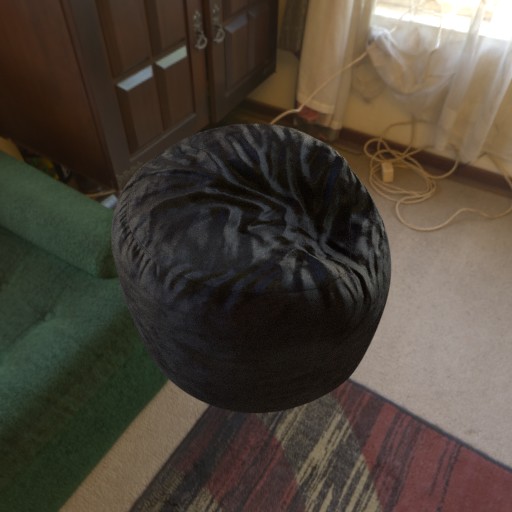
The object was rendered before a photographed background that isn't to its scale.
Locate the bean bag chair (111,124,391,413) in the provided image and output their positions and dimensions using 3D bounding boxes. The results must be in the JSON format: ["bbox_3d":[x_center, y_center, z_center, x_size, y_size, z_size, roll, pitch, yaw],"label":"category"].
[{"bbox_3d":[0.000,0.000,1.530,0.918,0.616,0.918,0,47,0],"label":"bean bag chair"}]
